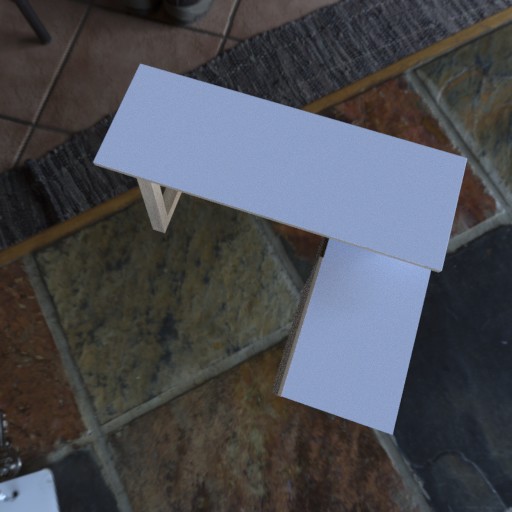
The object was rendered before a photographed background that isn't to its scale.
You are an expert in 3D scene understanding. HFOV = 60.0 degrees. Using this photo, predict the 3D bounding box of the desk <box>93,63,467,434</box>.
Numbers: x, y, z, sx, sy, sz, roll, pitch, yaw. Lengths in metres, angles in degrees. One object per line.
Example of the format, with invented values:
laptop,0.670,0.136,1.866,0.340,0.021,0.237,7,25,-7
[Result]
desk,0.000,0.000,2.044,1.404,0.755,1.098,18,75,5
